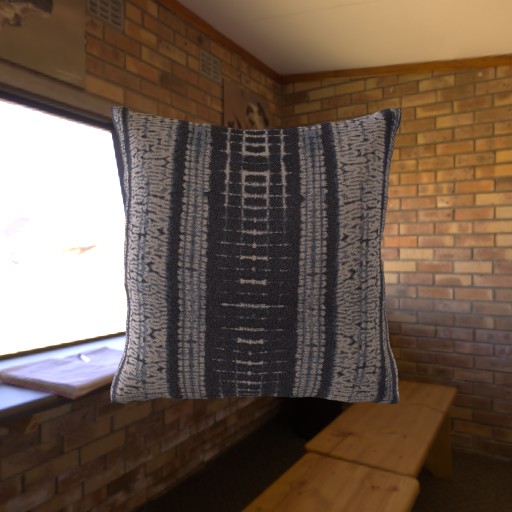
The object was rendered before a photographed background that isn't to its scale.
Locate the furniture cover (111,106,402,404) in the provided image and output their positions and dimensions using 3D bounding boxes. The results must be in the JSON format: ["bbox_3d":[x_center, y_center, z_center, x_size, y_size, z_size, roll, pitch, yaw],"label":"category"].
[{"bbox_3d":[0.000,0.000,0.648,0.425,0.435,0.133,0,1,0],"label":"furniture cover"}]
